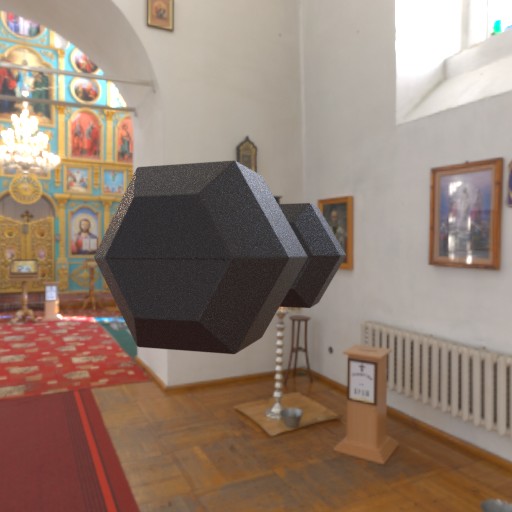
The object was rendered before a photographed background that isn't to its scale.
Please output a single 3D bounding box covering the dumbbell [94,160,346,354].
[{"bbox_3d":[0.000,0.000,0.436,0.141,0.123,0.356,0,0,18],"label":"dumbbell"}]
